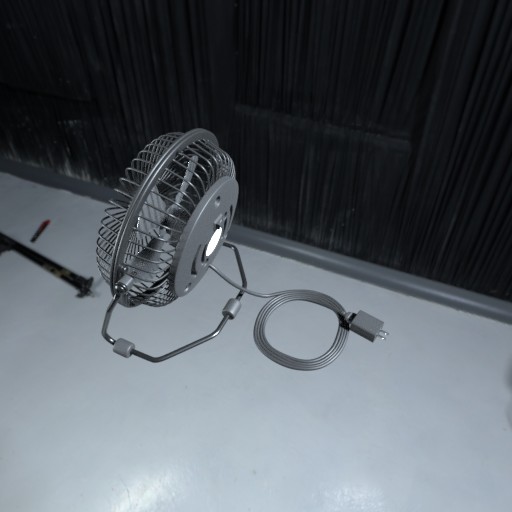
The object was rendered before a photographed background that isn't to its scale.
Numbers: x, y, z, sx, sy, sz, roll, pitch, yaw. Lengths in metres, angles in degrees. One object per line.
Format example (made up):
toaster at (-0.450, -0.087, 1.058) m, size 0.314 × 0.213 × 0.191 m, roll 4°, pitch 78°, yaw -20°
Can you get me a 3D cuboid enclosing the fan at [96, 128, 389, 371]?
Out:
fan at (0.000, 0.000, 0.307) m, size 0.202 × 0.152 × 0.153 m, roll 17°, pitch 48°, yaw 17°
